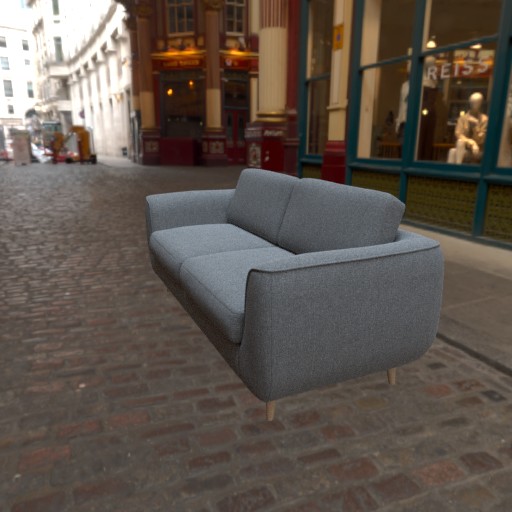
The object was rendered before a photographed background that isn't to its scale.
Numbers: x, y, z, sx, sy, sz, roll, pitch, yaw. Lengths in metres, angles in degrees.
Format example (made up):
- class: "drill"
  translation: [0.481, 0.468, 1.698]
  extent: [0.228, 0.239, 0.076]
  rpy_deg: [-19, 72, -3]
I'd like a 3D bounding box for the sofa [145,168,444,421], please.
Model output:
- class: "sofa"
  translation: [0.000, 0.000, 2.495]
  extent: [0.920, 0.870, 2.000]
  rpy_deg: [-7, 17, -24]
